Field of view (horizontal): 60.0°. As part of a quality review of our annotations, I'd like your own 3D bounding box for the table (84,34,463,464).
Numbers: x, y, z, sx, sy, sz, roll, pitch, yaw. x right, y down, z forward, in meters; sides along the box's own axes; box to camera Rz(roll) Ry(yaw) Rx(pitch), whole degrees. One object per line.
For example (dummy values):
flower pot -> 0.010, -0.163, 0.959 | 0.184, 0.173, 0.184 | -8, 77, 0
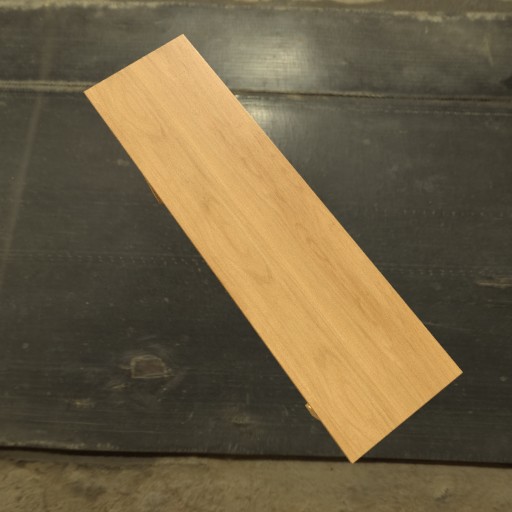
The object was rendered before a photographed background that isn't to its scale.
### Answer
table -> 0.000, 0.000, 1.542 | 0.350, 0.730, 1.240 | -35, 77, -9
